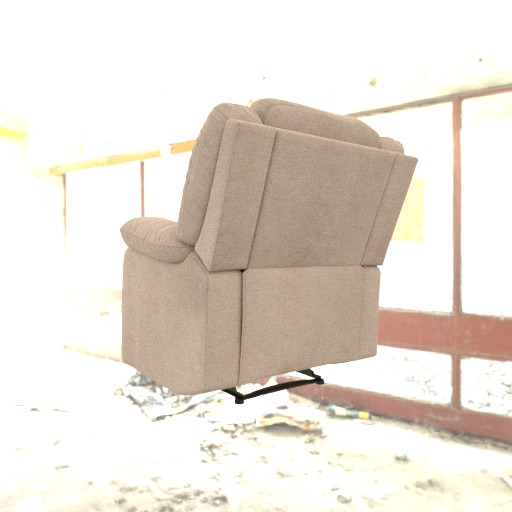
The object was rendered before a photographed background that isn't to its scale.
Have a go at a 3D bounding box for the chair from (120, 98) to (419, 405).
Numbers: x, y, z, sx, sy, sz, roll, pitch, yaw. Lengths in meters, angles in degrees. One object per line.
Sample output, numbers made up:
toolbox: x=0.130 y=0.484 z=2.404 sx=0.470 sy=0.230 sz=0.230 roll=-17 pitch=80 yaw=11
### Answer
chair: x=0.000 y=0.000 z=1.766 sx=0.899 sy=1.008 sz=0.944 roll=-1 pitch=1 yaw=-36
